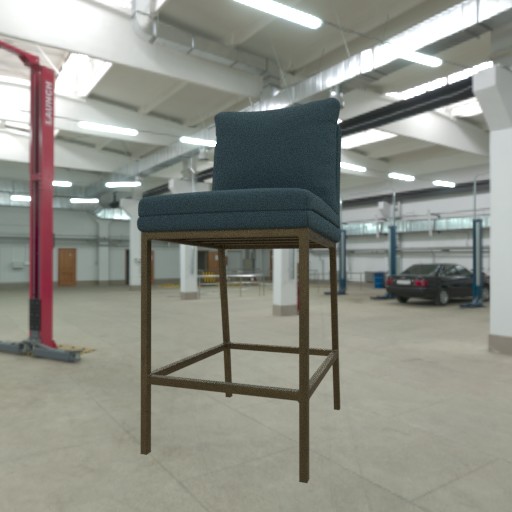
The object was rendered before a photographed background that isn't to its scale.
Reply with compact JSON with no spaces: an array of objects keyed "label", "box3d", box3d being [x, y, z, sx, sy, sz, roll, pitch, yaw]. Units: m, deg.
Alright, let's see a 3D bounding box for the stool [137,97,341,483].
[{"label":"stool","box3d":[0.000,0.000,1.334,0.463,1.032,0.568,0,-1,20]}]
